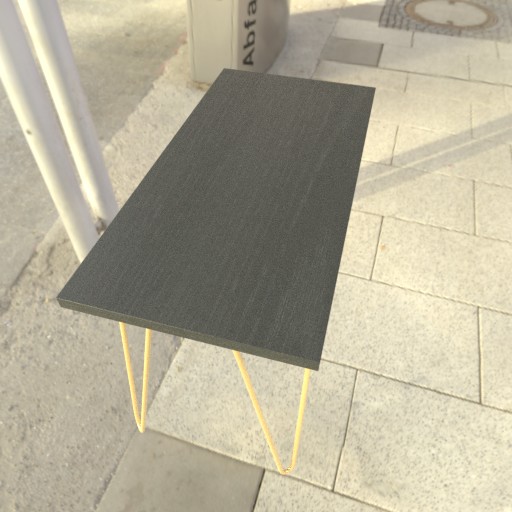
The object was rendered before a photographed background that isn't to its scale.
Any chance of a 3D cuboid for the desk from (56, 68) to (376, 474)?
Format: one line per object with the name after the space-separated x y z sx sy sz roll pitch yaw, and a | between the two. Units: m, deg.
0.000 0.000 1.347 0.499 0.660 0.991 12 48 11 | desk
